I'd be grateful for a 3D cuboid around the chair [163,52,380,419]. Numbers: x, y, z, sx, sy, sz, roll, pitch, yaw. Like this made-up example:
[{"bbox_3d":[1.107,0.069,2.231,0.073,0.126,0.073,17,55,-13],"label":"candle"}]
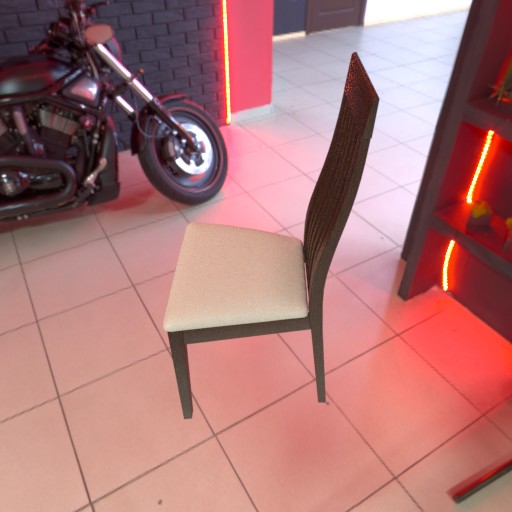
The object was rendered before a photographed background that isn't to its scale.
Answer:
[{"bbox_3d":[0.000,0.000,1.270,0.474,1.027,0.460,1,40,1],"label":"chair"}]
